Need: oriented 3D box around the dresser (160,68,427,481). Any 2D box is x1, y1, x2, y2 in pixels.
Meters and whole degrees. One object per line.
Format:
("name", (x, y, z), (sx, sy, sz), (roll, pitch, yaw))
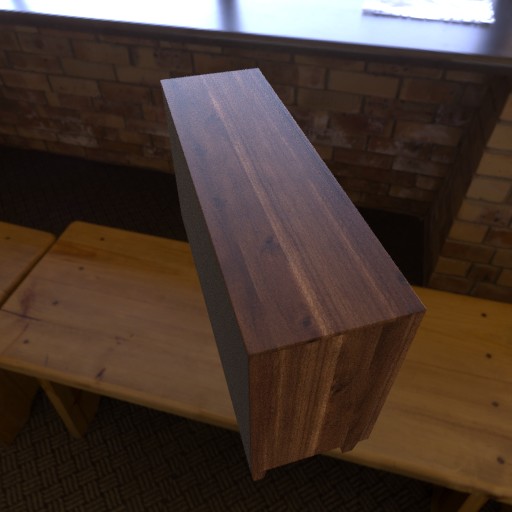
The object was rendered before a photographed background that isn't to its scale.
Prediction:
("dresser", (0.000, 0.000, 1.774), (0.438, 0.892, 1.387), (-12, 47, -11))
